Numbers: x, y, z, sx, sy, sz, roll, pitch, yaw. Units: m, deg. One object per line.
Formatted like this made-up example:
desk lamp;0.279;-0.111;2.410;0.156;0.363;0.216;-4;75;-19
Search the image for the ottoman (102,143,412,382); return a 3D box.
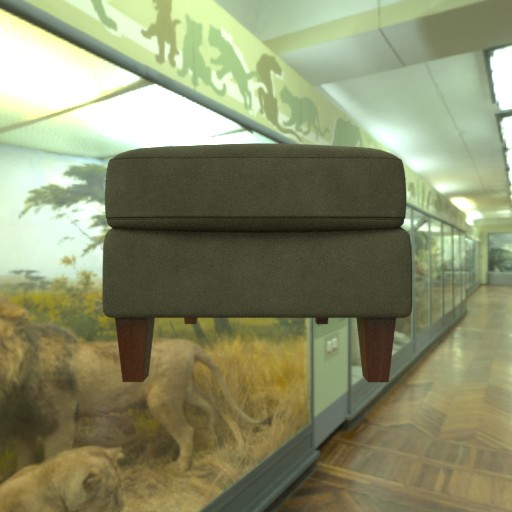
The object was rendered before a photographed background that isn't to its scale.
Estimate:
ottoman;0.000;0.000;1.230;0.584;0.483;0.864;0;0;0
